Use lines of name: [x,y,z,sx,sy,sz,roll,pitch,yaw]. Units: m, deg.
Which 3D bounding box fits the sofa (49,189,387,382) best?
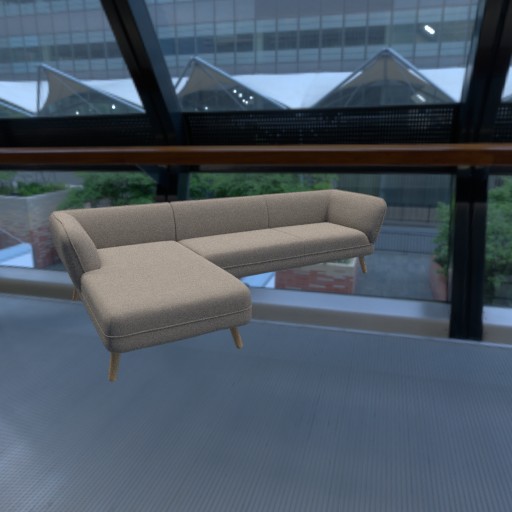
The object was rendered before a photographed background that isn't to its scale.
sofa: [0.000,0.000,3.319,2.653,0.693,1.532,-9,18,-28]
